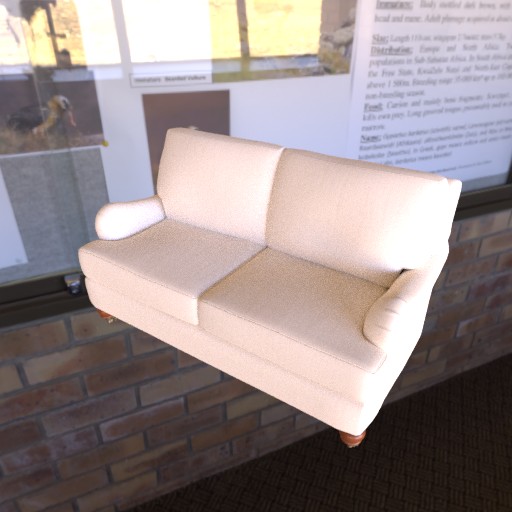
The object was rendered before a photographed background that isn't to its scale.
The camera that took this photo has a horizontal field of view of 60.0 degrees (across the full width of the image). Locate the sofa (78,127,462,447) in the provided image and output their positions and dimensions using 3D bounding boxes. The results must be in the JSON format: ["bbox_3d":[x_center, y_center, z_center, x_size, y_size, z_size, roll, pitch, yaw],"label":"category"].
[{"bbox_3d":[0.000,0.000,2.485,1.853,1.101,1.084,18,35,29],"label":"sofa"}]
